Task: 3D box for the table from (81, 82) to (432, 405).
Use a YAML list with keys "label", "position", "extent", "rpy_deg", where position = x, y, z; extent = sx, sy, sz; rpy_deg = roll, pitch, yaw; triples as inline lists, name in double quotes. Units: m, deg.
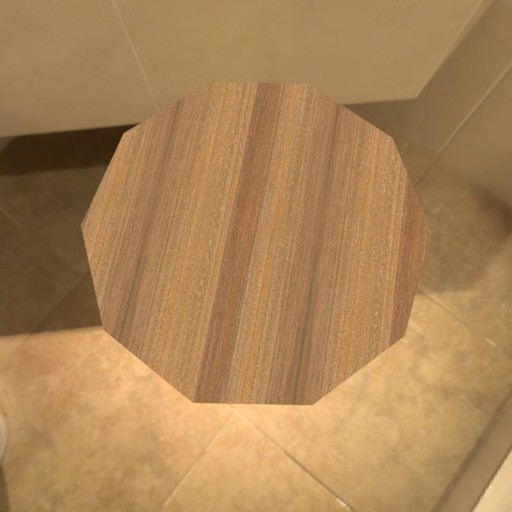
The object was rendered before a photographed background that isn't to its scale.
- label: "table"
  position: [0.000, 0.000, 1.863]
  extent: [1.186, 0.752, 1.186]
  rpy_deg: [0, 76, 0]
